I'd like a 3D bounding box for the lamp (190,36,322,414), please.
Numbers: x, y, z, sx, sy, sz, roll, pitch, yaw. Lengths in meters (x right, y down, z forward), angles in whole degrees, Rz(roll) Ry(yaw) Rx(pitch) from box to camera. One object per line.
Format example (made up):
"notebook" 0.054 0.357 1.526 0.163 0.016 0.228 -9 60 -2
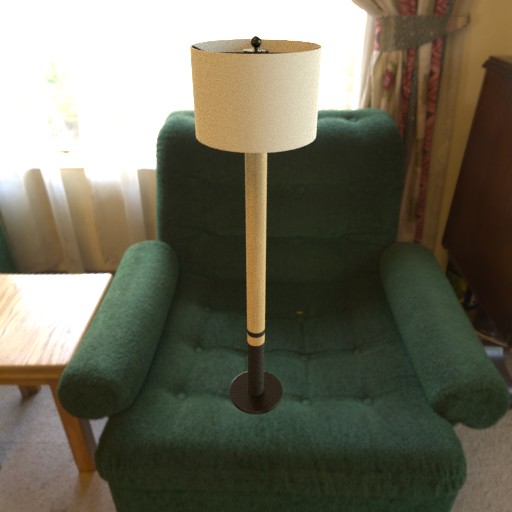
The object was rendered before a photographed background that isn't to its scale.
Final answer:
"lamp" 0.000 0.000 1.655 0.381 1.478 0.381 -8 33 -14
